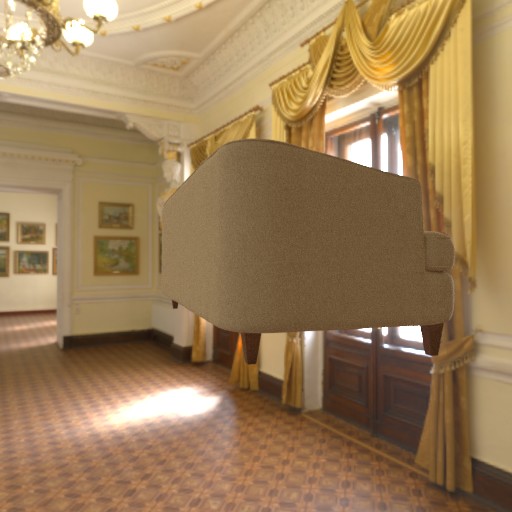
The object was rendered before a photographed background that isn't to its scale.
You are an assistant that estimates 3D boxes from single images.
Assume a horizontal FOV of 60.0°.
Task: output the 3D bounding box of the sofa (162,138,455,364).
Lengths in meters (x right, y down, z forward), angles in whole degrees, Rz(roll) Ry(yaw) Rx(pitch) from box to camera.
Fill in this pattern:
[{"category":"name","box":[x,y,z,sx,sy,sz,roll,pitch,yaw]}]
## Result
[{"category":"sofa","box":[0.000,0.000,2.601,0.913,0.788,2.235,0,-1,-18]}]
